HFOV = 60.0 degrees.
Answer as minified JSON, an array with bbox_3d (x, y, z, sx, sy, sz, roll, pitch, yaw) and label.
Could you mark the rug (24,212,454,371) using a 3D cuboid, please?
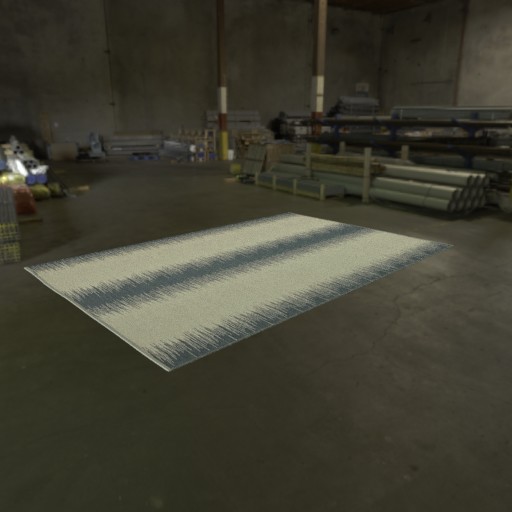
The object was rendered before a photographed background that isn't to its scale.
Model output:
[{"bbox_3d":[0.000,0.000,2.266,1.854,0.006,1.234,-16,23,-41],"label":"rug"}]
